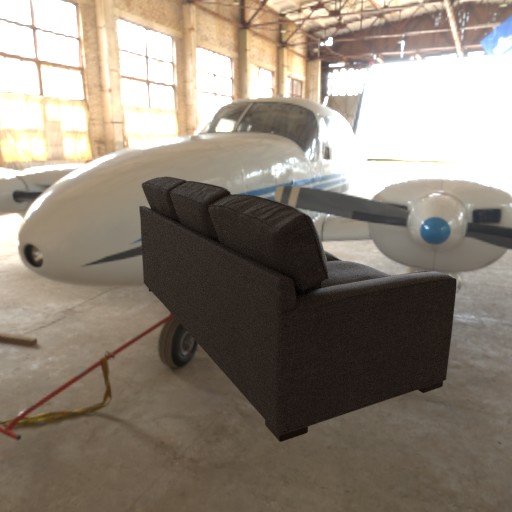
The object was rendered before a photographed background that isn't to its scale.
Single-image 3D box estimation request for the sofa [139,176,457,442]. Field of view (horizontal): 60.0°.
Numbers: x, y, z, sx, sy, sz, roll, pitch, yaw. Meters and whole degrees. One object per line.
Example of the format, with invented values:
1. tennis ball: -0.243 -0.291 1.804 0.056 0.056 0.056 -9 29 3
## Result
1. sofa: 0.000 0.000 2.957 1.004 0.978 2.369 -7 16 -26
